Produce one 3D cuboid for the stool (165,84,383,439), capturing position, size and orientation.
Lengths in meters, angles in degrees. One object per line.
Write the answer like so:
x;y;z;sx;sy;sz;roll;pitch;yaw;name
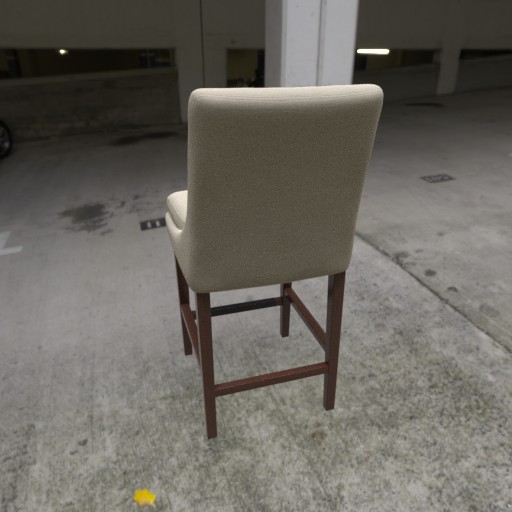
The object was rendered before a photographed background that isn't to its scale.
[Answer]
0.000;0.000;1.318;0.470;0.981;0.577;-8;26;-15;stool
